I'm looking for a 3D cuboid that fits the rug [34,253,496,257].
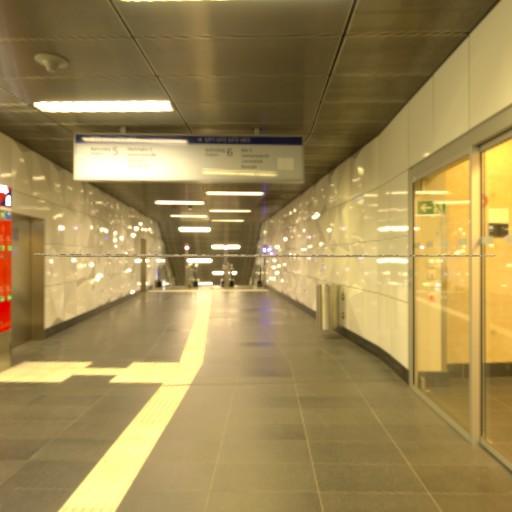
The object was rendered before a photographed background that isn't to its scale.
[{"bbox_3d":[0.000,0.000,2.896,2.410,0.011,1.539,0,0,-18],"label":"rug"}]
